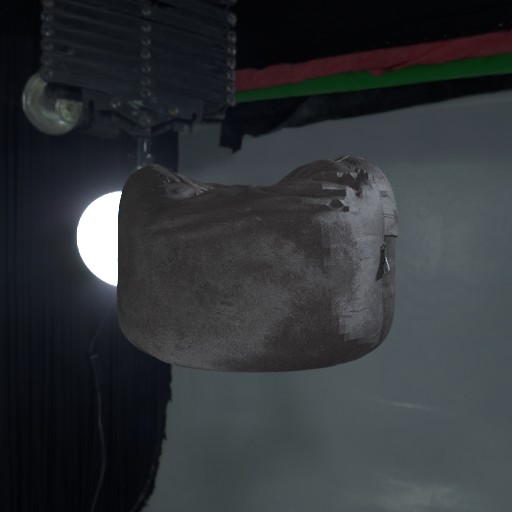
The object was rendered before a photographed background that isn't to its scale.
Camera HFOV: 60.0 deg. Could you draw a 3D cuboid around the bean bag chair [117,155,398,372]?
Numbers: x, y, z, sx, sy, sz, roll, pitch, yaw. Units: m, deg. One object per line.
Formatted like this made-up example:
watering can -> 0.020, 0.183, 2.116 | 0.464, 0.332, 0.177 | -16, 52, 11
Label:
bean bag chair -> 0.000, 0.000, 1.501 | 0.918, 0.605, 0.918 | 0, 0, 0
